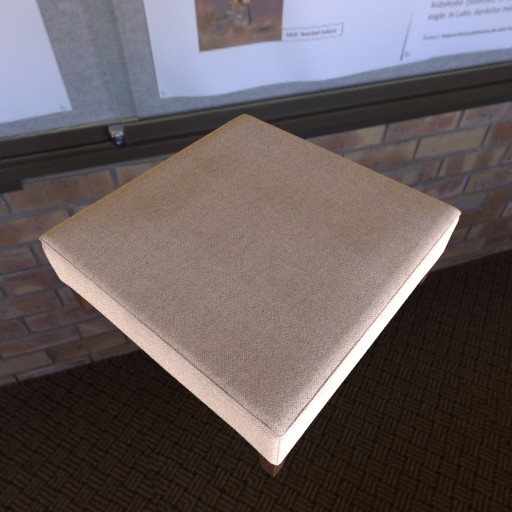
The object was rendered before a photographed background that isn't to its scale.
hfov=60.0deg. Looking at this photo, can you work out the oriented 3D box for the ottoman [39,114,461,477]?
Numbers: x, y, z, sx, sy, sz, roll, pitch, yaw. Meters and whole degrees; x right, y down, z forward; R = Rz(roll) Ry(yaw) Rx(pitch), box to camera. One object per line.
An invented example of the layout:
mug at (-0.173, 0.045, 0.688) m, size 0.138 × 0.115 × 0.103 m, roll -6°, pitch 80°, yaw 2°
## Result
ottoman at (0.000, 0.000, 1.524) m, size 0.973 × 0.381 × 0.982 m, roll 32°, pitch 55°, yaw 26°
